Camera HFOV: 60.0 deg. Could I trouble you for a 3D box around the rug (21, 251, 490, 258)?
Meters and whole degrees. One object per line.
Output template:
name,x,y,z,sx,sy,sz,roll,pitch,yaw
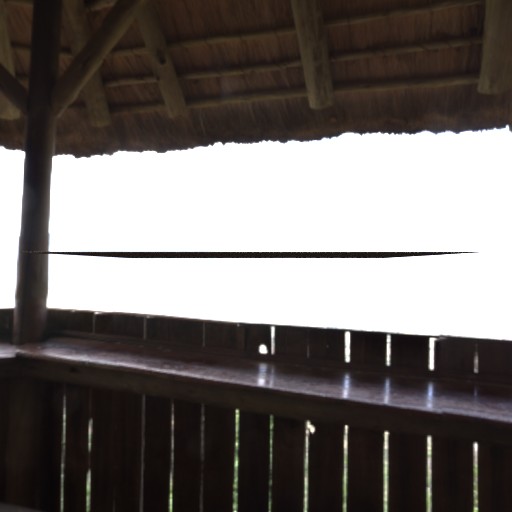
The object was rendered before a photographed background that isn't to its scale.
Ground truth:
rug,0.000,0.000,4.099,3.046,0.008,2.442,0,-1,0
